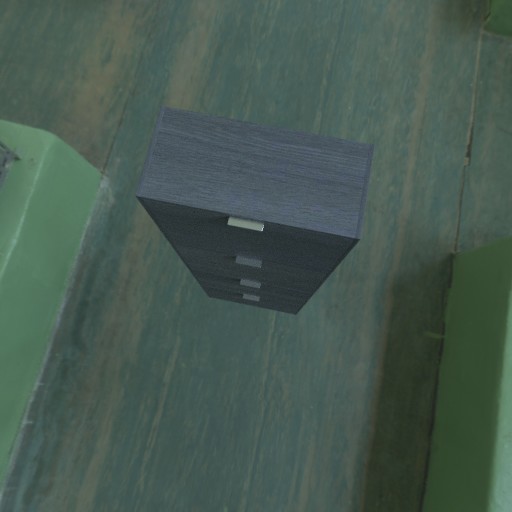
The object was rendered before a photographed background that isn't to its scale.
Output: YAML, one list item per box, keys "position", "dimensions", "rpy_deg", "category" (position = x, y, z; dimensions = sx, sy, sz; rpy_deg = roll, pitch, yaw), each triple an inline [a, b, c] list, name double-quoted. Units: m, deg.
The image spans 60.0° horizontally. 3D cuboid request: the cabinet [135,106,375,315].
- position: [0.000, 0.000, 1.816]
  dimensions: [0.520, 1.630, 0.255]
  rpy_deg: [11, 77, 3]
  category: "cabinet"
